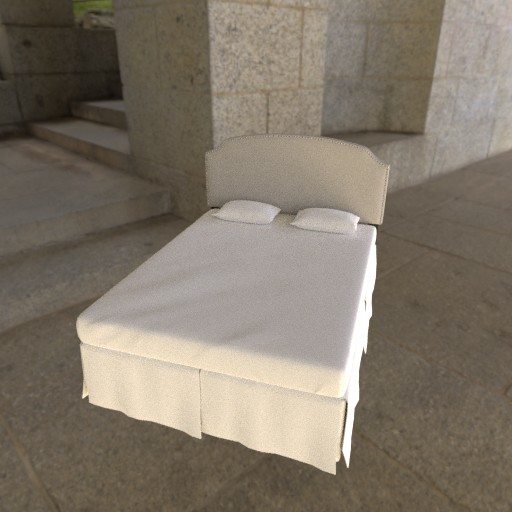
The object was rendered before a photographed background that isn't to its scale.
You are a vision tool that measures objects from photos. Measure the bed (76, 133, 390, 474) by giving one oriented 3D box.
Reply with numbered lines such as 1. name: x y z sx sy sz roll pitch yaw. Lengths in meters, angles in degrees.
1. bed: 0.000 0.000 2.946 1.558 1.270 1.999 8 26 16
